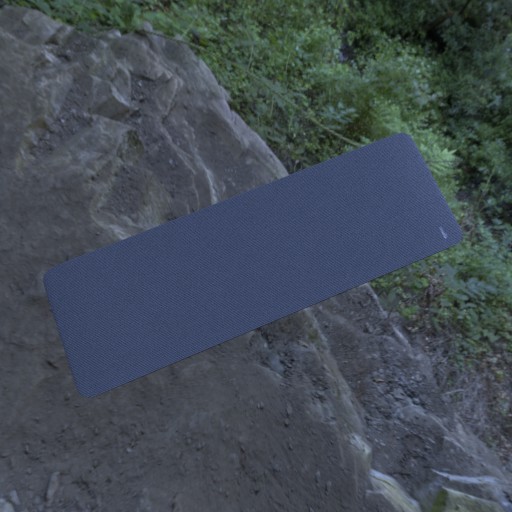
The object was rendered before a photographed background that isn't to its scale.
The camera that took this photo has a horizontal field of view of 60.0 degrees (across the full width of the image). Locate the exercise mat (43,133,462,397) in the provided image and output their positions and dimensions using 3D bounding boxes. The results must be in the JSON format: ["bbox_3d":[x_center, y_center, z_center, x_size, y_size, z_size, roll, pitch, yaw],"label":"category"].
[{"bbox_3d":[0.000,0.000,2.048,1.884,0.021,0.616,-22,77,-5],"label":"exercise mat"}]
